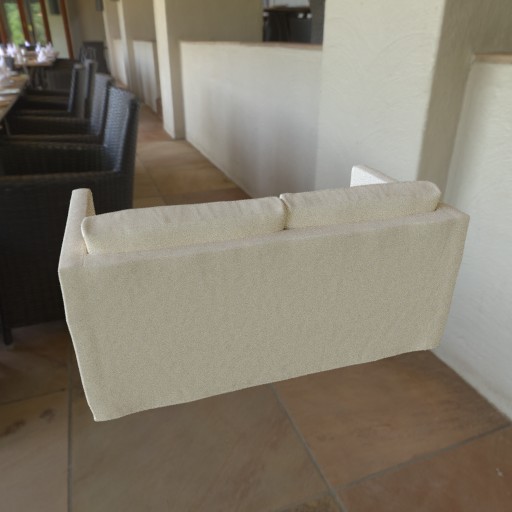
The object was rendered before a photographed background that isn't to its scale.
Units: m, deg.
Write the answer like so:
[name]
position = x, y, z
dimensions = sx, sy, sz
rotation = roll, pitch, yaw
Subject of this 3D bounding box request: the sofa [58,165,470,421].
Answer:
[sofa]
position = 0.000, 0.000, 2.261
dimensions = 1.746, 0.834, 0.962
rotation = -8, 27, -16
